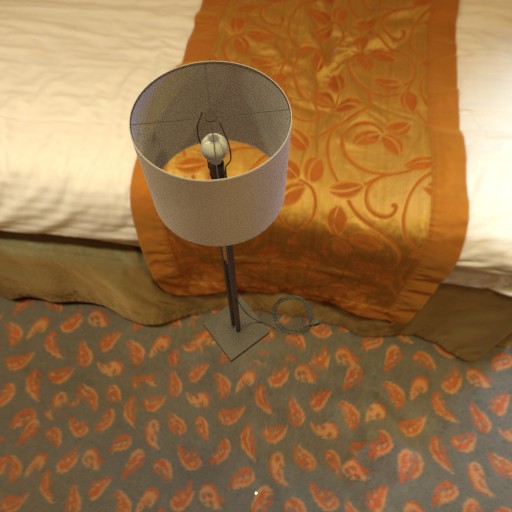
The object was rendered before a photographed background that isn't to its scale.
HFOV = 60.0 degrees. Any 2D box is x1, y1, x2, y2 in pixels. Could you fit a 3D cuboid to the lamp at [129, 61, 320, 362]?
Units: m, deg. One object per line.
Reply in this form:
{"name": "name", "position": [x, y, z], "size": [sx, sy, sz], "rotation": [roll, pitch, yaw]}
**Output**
{"name": "lamp", "position": [0.000, 0.000, 1.852], "size": [0.639, 1.650, 0.474], "rotation": [-34, 67, -17]}
